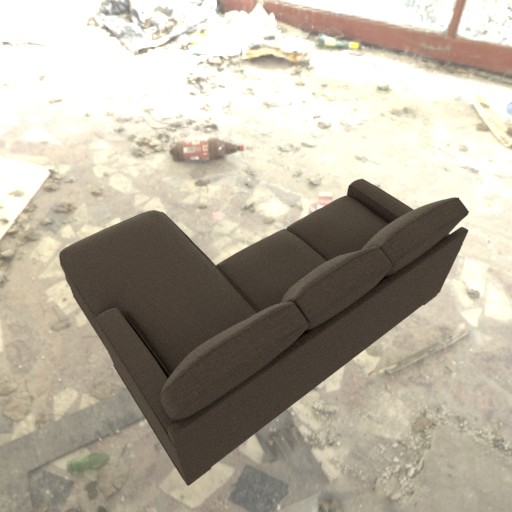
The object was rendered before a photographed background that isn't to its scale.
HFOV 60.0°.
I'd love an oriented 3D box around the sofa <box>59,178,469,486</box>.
[{"bbox_3d":[0.000,0.000,3.233,2.370,0.973,1.790,-29,52,-25],"label":"sofa"}]
